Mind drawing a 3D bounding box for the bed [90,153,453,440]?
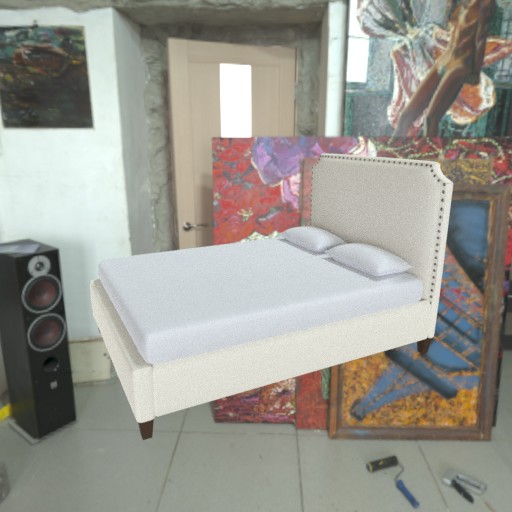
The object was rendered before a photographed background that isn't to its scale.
[{"bbox_3d":[0.000,0.000,3.546,2.372,1.497,1.712,-8,18,-26],"label":"bed"}]
